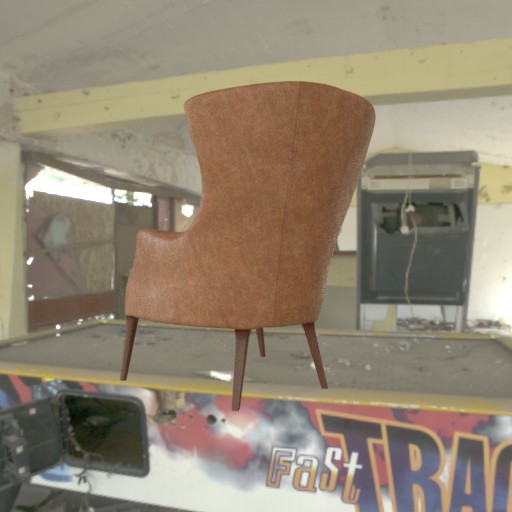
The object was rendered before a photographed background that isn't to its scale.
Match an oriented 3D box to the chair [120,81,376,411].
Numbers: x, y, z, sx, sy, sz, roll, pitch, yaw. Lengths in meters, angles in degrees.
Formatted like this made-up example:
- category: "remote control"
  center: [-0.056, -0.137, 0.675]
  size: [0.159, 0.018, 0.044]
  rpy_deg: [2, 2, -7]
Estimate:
- category: "chair"
  center: [0.000, 0.000, 1.795]
  size: [0.846, 1.067, 0.955]
  rpy_deg: [0, -1, -37]
